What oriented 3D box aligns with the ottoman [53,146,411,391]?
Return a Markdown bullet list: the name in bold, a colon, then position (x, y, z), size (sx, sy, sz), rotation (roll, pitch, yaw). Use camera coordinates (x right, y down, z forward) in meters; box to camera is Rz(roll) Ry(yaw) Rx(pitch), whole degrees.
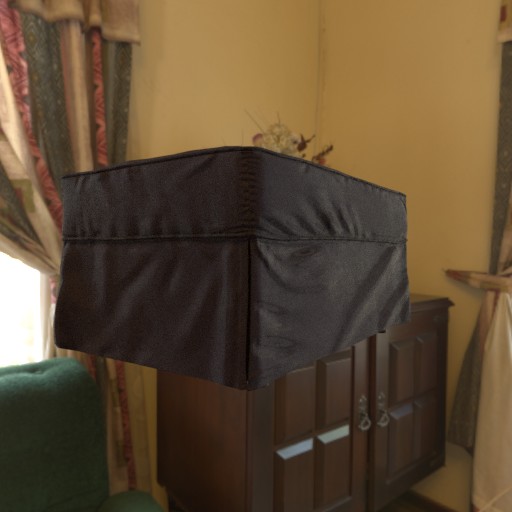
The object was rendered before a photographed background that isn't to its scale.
- **ottoman**: position (0.000, 0.000, 1.304), size (0.637, 0.503, 0.938), rotation (1, 1, 36)
